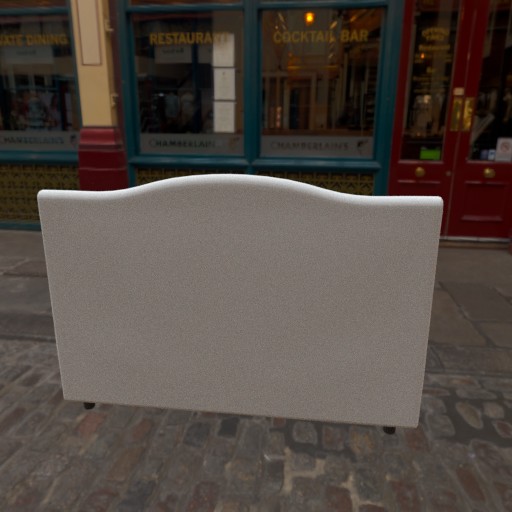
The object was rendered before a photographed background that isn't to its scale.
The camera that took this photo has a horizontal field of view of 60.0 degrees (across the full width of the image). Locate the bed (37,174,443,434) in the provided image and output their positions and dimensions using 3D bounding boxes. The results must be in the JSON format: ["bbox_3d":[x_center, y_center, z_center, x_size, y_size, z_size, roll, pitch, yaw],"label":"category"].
[{"bbox_3d":[0.000,0.000,3.410,2.083,1.421,2.182,2,16,7],"label":"bed"}]
